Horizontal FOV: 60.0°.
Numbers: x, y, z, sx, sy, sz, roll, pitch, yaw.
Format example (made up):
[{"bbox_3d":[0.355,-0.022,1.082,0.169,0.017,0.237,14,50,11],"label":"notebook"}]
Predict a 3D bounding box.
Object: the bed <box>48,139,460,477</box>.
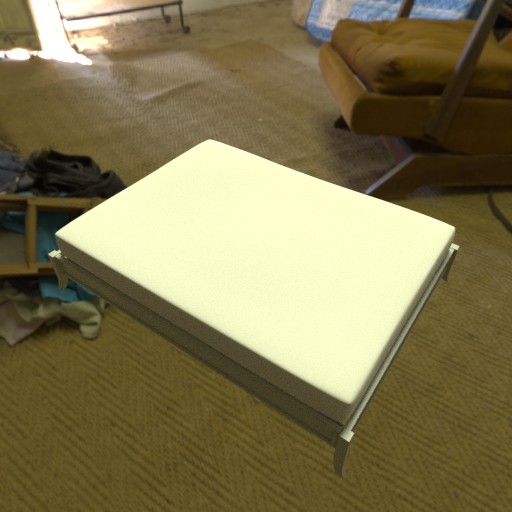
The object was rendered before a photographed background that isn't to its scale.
[{"bbox_3d":[0.000,0.000,2.834,2.108,0.510,1.604,25,47,26],"label":"bed"}]
